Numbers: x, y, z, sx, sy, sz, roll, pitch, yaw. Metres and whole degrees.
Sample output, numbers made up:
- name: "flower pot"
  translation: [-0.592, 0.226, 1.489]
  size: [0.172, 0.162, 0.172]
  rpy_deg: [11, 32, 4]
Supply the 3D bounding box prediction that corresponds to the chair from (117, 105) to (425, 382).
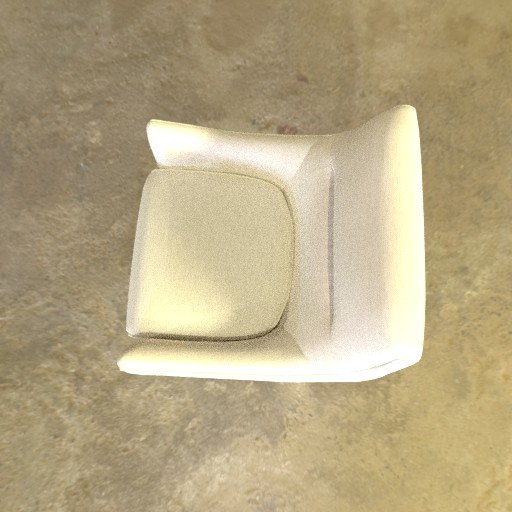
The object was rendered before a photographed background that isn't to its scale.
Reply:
- name: "chair"
  translation: [0.000, 0.000, 1.402]
  size: [0.787, 0.838, 0.762]
  rpy_deg: [3, 76, 1]
